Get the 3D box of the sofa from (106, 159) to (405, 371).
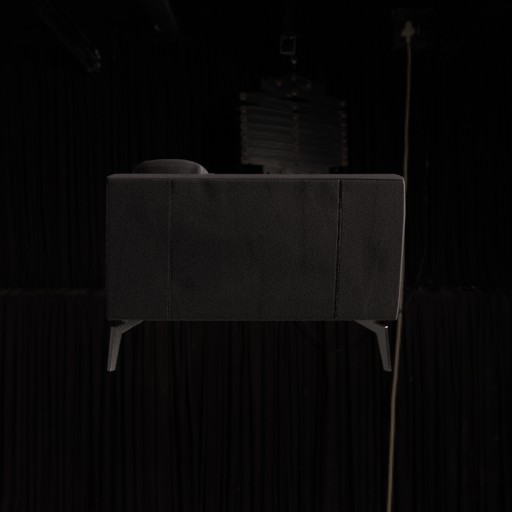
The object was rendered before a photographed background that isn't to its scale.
[{"bbox_3d":[0.000,0.000,2.364,1.003,0.779,1.895,0,-1,0],"label":"sofa"}]
